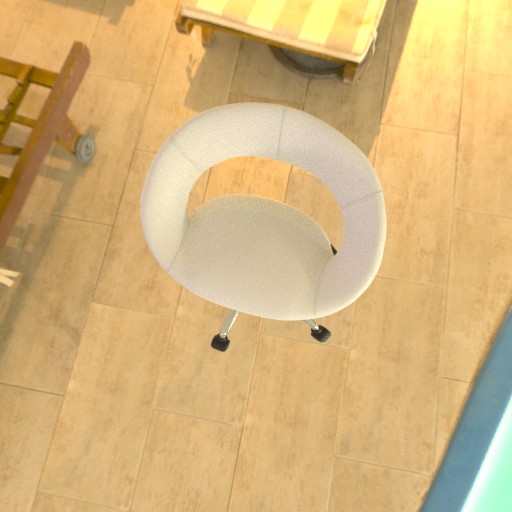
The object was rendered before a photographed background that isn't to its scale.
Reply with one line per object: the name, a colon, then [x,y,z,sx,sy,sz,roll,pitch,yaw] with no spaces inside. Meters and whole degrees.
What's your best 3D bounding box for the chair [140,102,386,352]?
chair: [0.000,0.000,1.242,0.612,0.791,0.538,16,76,4]
